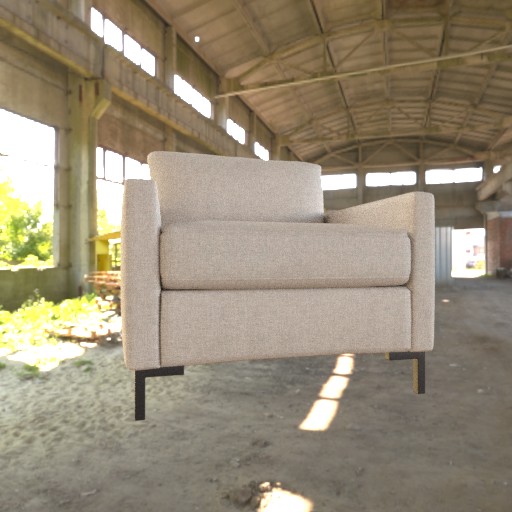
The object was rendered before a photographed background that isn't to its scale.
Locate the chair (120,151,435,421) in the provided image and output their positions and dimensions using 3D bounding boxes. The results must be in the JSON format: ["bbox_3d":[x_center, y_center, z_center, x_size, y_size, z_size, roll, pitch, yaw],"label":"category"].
[{"bbox_3d":[0.000,0.000,1.649,0.963,0.861,0.866,0,-1,-16],"label":"chair"}]
